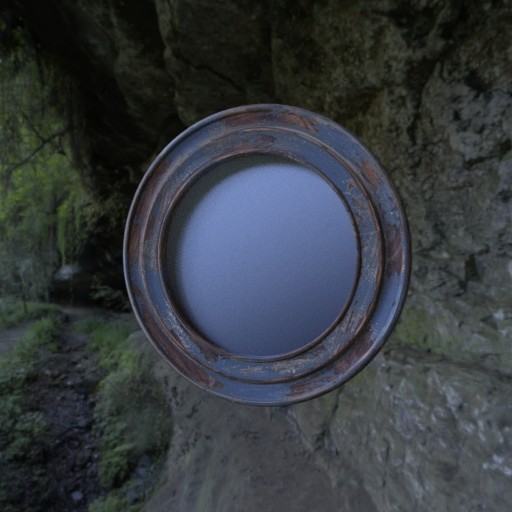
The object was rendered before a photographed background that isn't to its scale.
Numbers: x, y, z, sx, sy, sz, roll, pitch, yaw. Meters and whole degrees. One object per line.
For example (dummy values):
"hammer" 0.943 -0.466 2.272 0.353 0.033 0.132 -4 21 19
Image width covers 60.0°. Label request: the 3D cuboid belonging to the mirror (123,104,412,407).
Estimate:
"mirror" 0.000 0.000 0.878 0.585 0.585 0.061 0 1 18
